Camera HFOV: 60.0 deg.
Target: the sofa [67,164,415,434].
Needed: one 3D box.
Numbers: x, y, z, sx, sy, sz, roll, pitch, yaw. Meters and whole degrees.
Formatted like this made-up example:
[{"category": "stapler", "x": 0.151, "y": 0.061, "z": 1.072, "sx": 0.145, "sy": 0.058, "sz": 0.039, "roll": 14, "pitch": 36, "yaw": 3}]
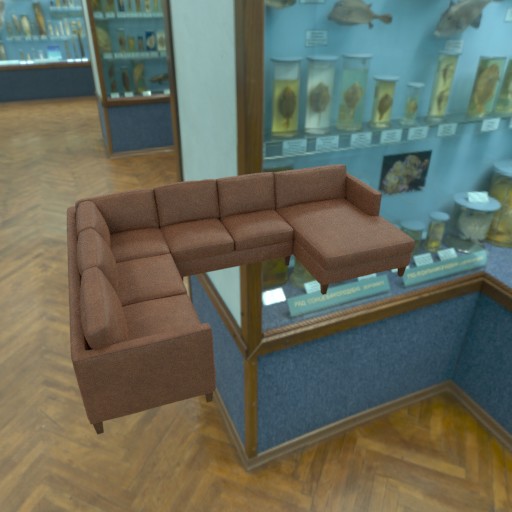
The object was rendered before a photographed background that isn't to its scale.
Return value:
[{"category": "sofa", "x": 0.000, "y": 0.000, "z": 4.453, "sx": 3.460, "sy": 0.923, "sz": 2.593, "roll": -11, "pitch": 32, "yaw": -18}]
